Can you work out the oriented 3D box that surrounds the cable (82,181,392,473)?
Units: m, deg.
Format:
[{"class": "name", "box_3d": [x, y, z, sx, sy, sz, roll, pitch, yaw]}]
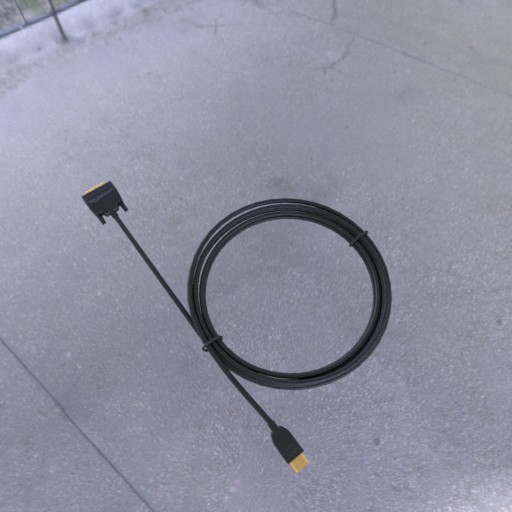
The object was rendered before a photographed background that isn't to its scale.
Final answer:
[{"class": "cable", "box_3d": [0.000, 0.000, 0.533, 0.257, 0.030, 0.422, -34, 68, -16]}]
